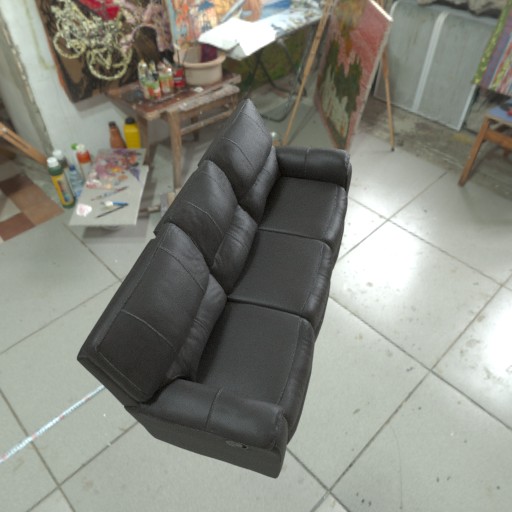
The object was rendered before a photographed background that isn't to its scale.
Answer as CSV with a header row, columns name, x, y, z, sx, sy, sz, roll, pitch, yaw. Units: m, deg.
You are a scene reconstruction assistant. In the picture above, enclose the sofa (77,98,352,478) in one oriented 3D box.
name,x,y,z,sx,sy,sz,roll,pitch,yaw
sofa,0.000,0.000,3.144,1.104,1.134,2.627,12,48,11
